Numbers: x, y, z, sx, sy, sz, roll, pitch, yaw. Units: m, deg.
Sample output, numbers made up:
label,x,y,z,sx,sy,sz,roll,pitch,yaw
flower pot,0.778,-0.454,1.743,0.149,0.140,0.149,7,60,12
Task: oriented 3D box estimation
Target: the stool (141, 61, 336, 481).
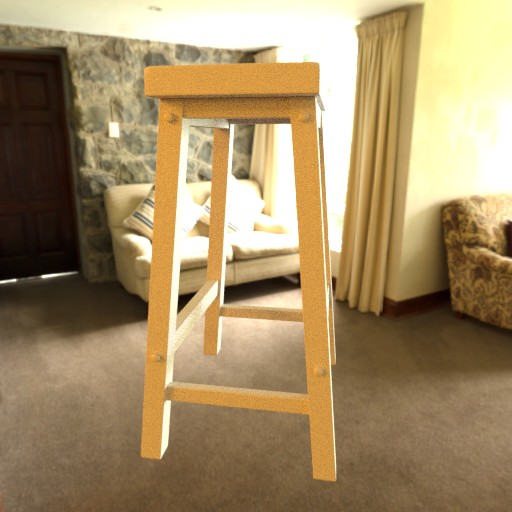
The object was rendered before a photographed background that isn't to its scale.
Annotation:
label,x,y,z,sx,sy,sz,roll,pitch,yaw
stool,0.000,0.000,0.831,0.322,0.610,0.406,3,15,9
